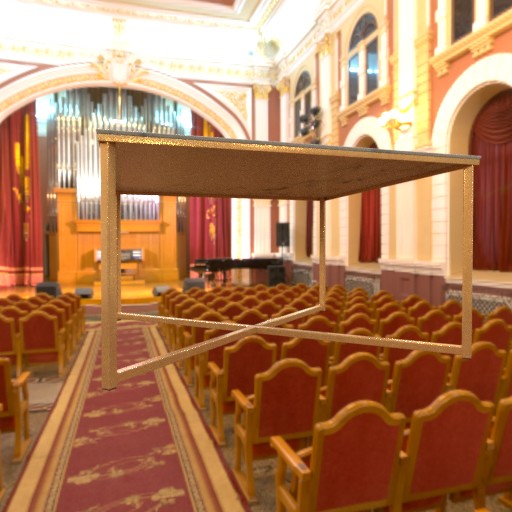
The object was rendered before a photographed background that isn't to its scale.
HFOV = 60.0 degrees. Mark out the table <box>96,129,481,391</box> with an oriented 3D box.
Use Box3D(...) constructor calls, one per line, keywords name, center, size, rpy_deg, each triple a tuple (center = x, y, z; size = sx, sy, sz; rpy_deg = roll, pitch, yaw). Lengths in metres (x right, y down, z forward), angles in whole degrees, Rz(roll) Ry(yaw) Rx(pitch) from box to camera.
Box3D(name="table", center=(0.000, 0.000, 1.250), size=(0.800, 0.450, 0.800), rpy_deg=(0, 1, -16))
